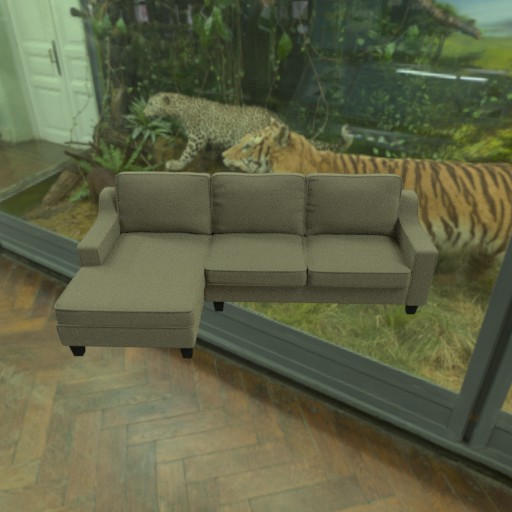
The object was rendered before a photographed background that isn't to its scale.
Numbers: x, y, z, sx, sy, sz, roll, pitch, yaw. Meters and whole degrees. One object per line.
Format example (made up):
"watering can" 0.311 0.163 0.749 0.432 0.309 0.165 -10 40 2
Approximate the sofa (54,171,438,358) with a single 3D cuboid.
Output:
"sofa" 0.000 0.000 3.280 2.561 0.928 1.294 1 31 1
